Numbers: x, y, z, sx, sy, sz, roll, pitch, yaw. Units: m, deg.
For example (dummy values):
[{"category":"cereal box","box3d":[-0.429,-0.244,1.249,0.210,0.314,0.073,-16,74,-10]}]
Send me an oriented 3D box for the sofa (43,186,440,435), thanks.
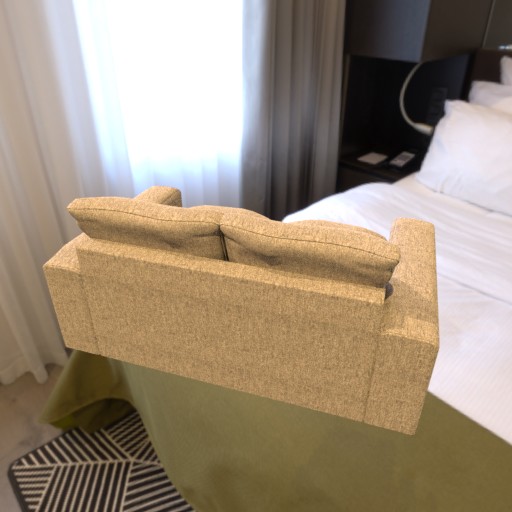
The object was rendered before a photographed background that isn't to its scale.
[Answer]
[{"category":"sofa","box3d":[0.000,0.000,2.330,1.758,0.877,1.094,10,32,15]}]
